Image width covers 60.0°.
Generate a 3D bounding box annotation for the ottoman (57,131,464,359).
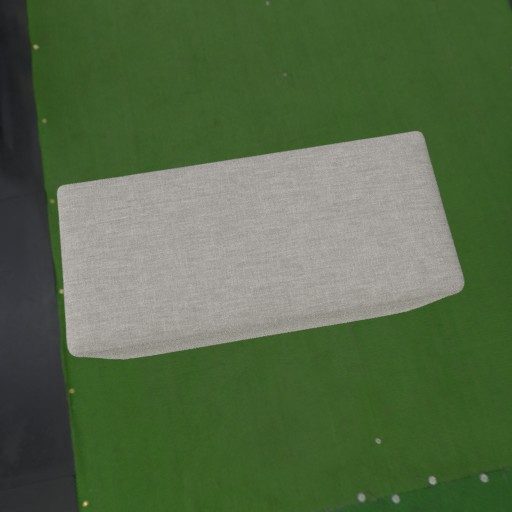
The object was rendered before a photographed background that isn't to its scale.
[{"bbox_3d":[0.000,0.000,1.189,0.902,0.432,0.419,-9,76,-2],"label":"ottoman"}]
